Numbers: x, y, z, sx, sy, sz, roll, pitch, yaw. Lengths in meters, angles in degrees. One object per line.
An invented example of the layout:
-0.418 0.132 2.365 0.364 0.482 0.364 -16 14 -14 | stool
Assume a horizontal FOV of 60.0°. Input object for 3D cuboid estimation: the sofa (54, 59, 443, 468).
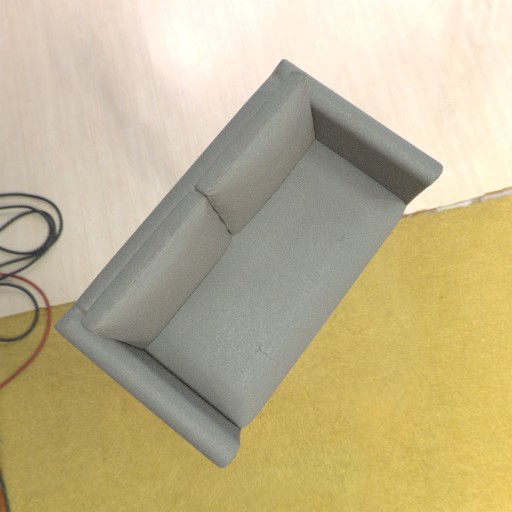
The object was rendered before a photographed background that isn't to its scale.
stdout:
0.000 0.000 2.116 0.899 0.873 1.598 37 80 7 | sofa
